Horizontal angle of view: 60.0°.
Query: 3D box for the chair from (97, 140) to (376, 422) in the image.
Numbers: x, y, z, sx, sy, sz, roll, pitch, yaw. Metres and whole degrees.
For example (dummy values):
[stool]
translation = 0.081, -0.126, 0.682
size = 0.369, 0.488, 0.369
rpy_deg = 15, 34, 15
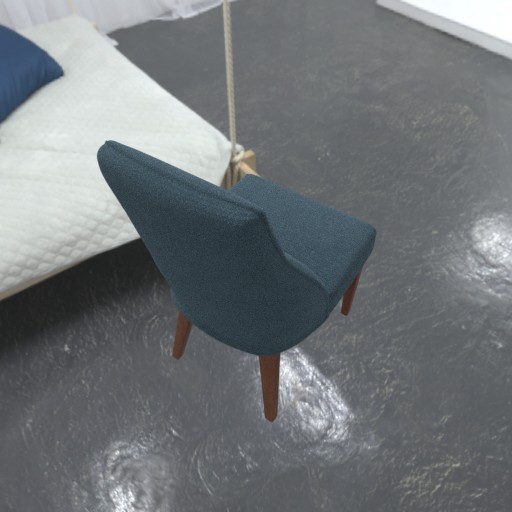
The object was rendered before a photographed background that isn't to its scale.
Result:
[chair]
translation = 0.000, 0.000, 1.270
size = 0.500, 0.930, 0.620
rpy_deg = 27, 53, 22
